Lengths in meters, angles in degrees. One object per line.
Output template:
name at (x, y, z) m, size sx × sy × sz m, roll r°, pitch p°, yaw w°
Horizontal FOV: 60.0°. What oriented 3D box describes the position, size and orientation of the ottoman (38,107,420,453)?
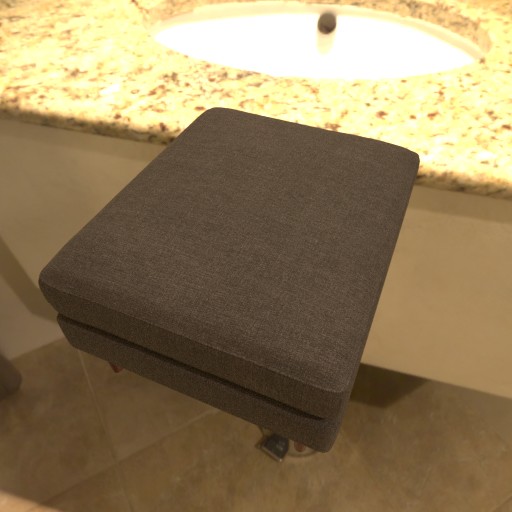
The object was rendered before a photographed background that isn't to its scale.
ottoman at (0.000, 0.000, 1.225) m, size 0.693 × 0.474 × 0.821 m, roll 17°, pitch 49°, yaw 16°
